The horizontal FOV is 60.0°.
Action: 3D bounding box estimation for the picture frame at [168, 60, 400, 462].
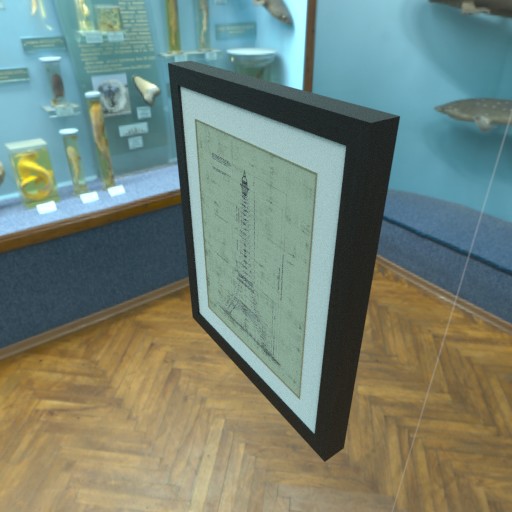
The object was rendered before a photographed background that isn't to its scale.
[{"bbox_3d":[0.000,0.000,0.751,0.044,0.555,0.452,-21,37,-29],"label":"picture frame"}]
